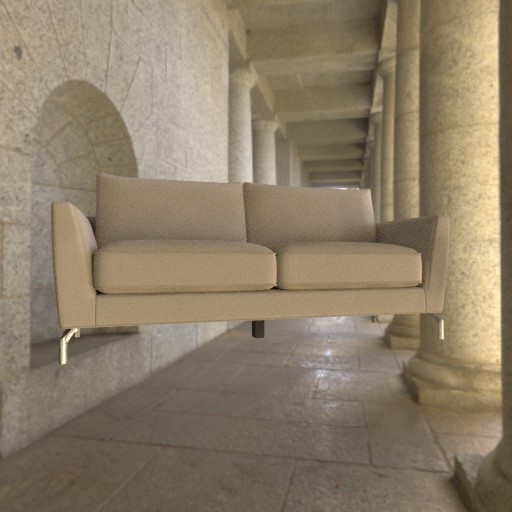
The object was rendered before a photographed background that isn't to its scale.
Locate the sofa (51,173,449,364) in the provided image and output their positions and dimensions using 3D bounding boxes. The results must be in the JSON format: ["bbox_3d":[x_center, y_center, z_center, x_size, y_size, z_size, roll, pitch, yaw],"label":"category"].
[{"bbox_3d":[0.000,0.000,2.731,2.214,1.005,0.868,0,0,-17],"label":"sofa"}]
